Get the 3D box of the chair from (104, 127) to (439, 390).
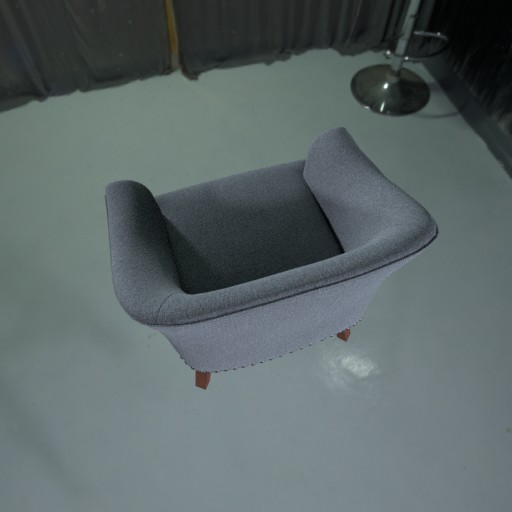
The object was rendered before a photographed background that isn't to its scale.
[{"bbox_3d":[0.000,0.000,1.404,0.798,0.815,0.704,-16,60,-10],"label":"chair"}]
